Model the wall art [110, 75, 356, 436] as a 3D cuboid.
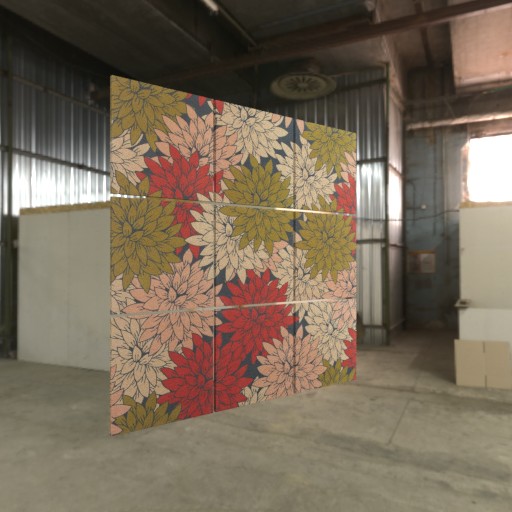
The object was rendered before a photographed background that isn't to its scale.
[{"bbox_3d":[0.000,0.000,1.387,0.904,0.913,0.013,0,0,-35],"label":"wall art"}]
